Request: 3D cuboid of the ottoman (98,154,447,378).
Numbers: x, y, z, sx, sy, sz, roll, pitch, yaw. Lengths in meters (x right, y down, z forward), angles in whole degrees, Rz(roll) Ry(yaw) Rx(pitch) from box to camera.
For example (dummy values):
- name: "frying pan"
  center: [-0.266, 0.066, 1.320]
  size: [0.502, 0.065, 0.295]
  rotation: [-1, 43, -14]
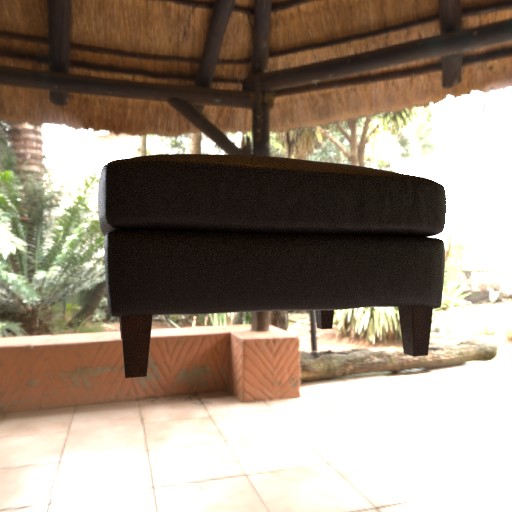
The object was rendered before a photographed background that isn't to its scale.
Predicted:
- name: "ottoman"
  center: [0.000, 0.000, 1.316]
  size: [0.887, 0.529, 0.659]
  rotation: [0, -1, -18]
